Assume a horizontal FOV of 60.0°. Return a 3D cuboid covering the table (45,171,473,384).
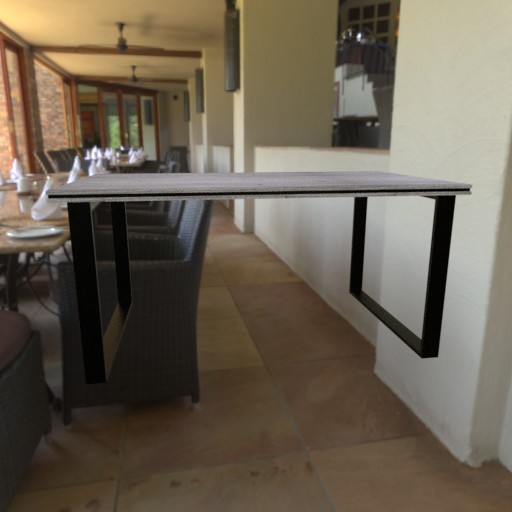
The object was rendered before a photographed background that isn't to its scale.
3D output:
[{"bbox_3d":[0.000,0.000,2.130,1.579,0.736,0.881,-2,14,-8],"label":"table"}]
